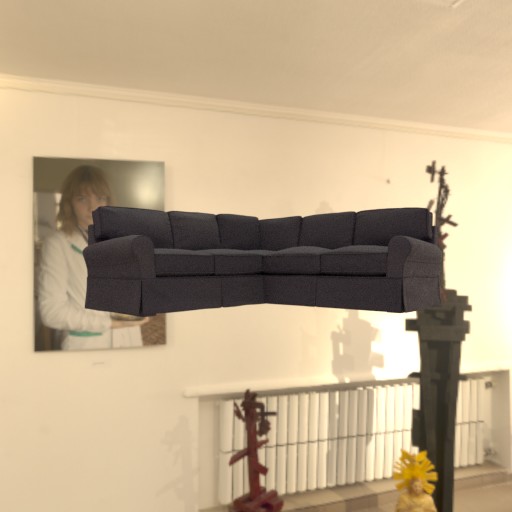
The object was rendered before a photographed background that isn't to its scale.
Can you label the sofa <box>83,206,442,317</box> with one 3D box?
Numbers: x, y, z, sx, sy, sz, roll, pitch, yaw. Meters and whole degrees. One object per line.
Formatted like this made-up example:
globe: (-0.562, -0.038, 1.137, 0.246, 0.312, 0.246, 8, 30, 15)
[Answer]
sofa: (0.000, 0.000, 5.177, 3.773, 1.169, 2.874, 0, -1, -18)
